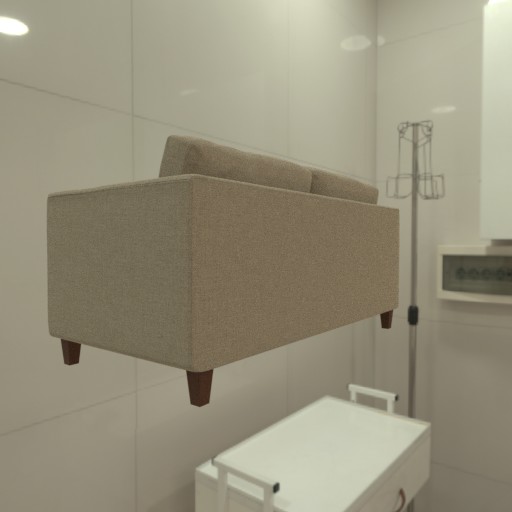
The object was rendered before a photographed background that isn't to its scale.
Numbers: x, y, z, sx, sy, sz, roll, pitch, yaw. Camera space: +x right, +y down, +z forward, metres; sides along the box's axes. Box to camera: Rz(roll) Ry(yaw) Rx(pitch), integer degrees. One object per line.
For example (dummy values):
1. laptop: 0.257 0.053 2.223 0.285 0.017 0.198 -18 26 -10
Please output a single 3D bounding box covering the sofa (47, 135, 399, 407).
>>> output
1. sofa: 0.000 0.000 2.409 0.951 0.947 1.884 1 2 38
